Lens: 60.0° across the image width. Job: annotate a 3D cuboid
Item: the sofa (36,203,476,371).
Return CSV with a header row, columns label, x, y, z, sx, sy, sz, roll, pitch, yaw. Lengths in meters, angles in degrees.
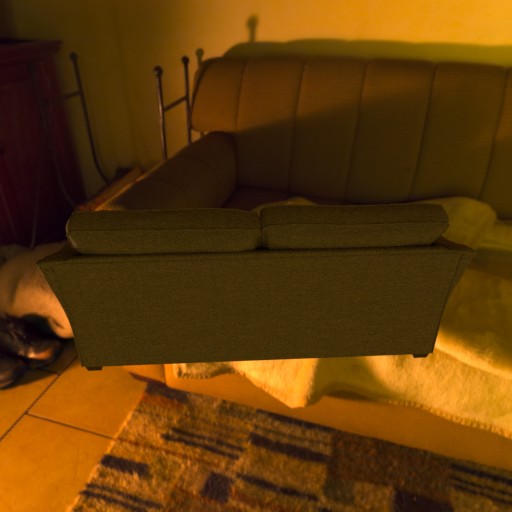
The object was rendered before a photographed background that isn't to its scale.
label,x,y,z,sx,sy,sz,roll,pitch,yaw
sofa,0.000,0.000,2.782,2.270,0.950,0.971,-2,31,-3
